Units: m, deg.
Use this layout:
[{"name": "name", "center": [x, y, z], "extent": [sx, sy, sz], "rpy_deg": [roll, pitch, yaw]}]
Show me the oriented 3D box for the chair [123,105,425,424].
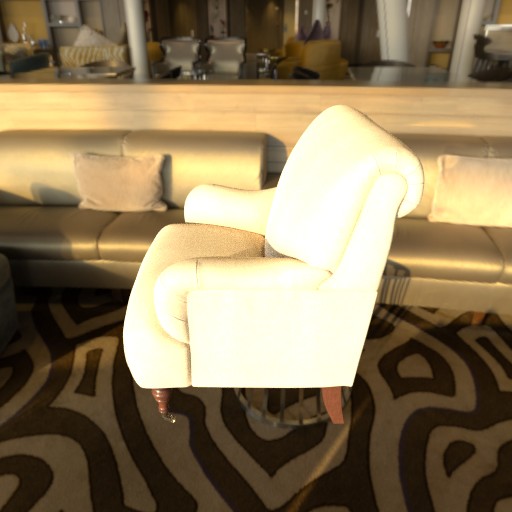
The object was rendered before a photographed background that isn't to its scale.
[{"name": "chair", "center": [0.000, 0.000, 1.567], "extent": [0.842, 0.944, 0.766], "rpy_deg": [0, 27, -1]}]
